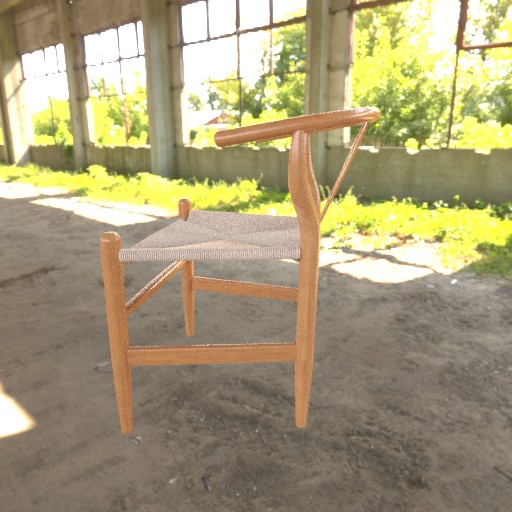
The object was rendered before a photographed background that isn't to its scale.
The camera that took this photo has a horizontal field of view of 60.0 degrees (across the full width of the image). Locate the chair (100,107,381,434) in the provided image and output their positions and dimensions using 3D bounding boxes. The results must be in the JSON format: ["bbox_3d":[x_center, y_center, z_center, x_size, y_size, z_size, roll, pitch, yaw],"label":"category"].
[{"bbox_3d":[0.000,0.000,1.160,0.579,0.730,0.569,2,15,8],"label":"chair"}]
